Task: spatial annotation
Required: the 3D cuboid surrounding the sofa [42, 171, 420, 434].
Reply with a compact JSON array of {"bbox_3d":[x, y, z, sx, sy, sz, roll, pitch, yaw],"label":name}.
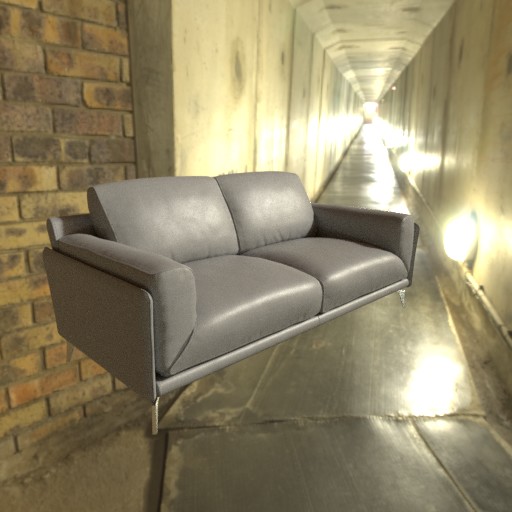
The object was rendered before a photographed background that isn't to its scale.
[{"bbox_3d":[0.000,0.000,2.645,2.101,0.930,1.049,-13,19,-43],"label":"sofa"}]
